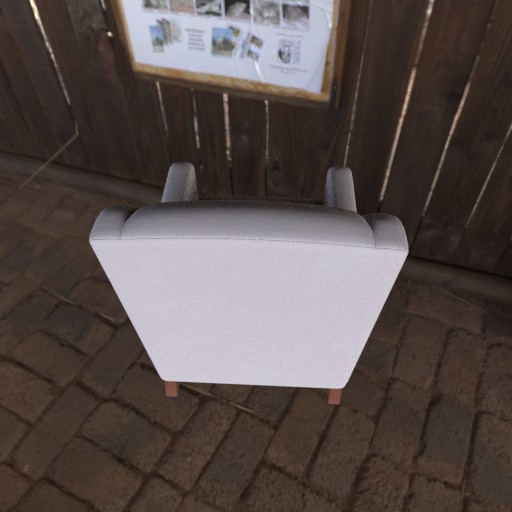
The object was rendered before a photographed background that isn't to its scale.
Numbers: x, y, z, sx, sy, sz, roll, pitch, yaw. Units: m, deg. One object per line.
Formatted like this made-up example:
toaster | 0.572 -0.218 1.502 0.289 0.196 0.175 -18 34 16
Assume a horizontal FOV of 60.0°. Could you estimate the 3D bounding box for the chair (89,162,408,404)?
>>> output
chair | 0.000 0.000 1.596 0.715 1.010 0.863 2 46 2
